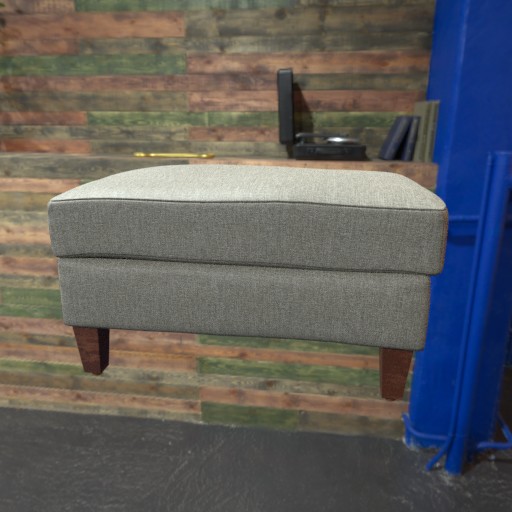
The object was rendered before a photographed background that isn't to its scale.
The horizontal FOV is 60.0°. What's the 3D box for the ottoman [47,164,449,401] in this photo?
[{"bbox_3d":[0.000,0.000,1.244,0.873,0.494,0.639,2,17,8],"label":"ottoman"}]
